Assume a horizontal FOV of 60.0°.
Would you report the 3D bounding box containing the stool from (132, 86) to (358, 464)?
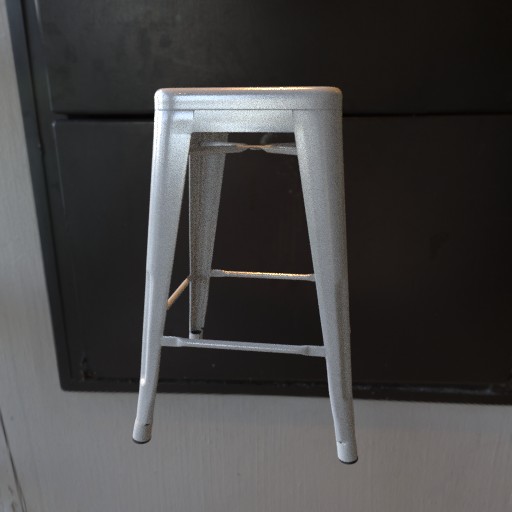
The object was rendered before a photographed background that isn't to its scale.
[{"bbox_3d":[0.000,0.000,0.880,0.406,0.610,0.406,2,17,7],"label":"stool"}]
